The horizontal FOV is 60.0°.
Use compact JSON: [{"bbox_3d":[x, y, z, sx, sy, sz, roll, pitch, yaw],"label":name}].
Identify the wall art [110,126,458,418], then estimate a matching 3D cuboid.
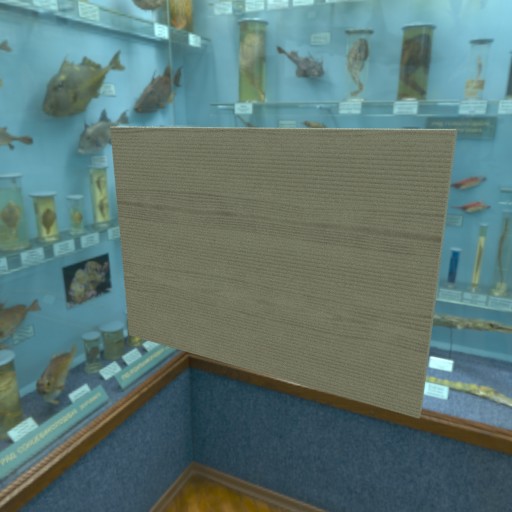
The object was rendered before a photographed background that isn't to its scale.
[{"bbox_3d":[0.000,0.000,1.096,0.841,0.609,0.063,9,19,27],"label":"wall art"}]
